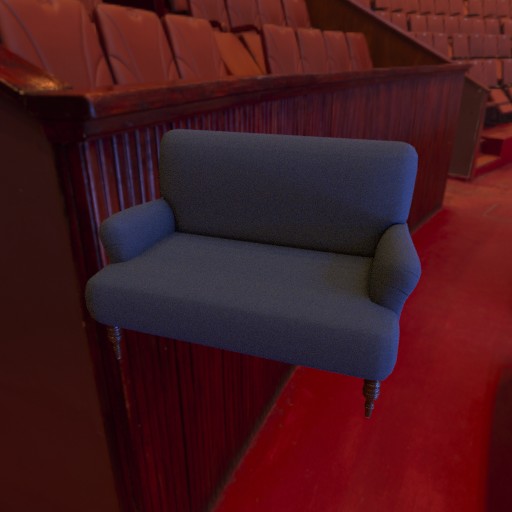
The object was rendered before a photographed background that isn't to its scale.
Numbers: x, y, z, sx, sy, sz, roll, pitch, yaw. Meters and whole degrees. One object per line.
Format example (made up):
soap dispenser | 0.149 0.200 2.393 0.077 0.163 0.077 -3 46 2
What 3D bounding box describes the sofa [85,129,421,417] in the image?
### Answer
sofa | 0.000 0.000 1.878 1.297 0.889 0.779 8 26 17
